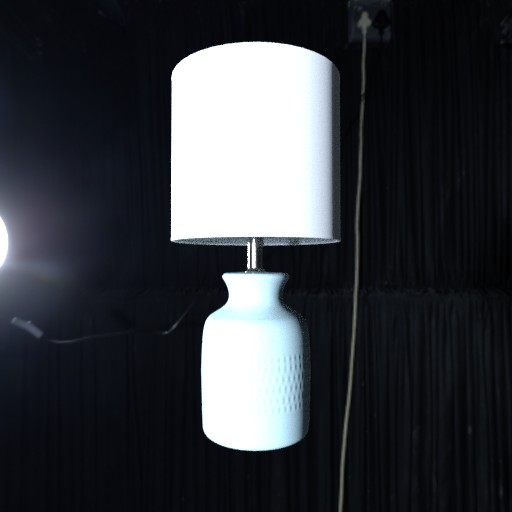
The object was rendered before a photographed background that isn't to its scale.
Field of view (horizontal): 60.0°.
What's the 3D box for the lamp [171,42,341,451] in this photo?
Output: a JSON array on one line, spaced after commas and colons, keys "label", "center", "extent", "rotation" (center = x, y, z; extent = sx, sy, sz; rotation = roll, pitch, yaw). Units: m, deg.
[{"label": "lamp", "center": [0.000, 0.000, 1.110], "extent": [0.418, 0.871, 0.418], "rotation": [0, -1, -1]}]
